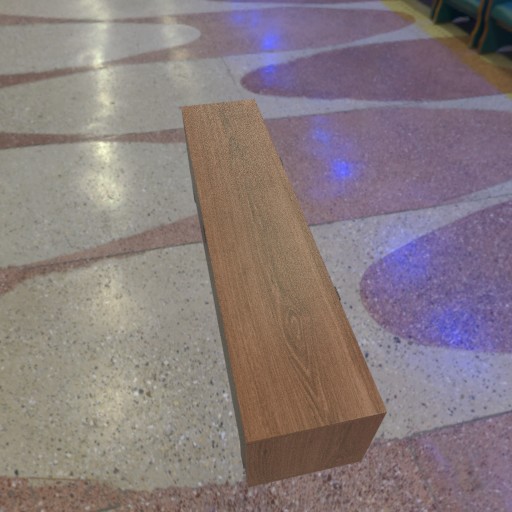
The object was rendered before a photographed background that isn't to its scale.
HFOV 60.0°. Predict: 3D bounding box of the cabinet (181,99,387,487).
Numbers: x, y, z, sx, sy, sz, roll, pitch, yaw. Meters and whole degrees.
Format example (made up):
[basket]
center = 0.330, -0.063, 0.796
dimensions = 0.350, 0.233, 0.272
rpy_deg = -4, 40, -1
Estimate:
[cabinet]
center = 0.000, 0.000, 1.843
dimensions = 0.400, 0.500, 1.650
rpy_deg = -9, 48, -8
